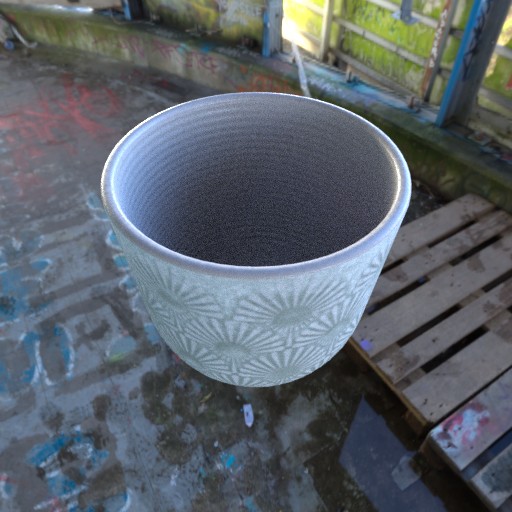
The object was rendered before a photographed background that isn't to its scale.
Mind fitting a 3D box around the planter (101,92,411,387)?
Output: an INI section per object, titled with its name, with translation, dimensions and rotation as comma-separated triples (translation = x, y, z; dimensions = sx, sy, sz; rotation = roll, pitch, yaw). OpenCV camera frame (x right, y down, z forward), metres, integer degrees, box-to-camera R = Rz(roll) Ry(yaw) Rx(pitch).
[planter]
translation = 0.000, 0.000, 0.302
dimensions = 0.170, 0.152, 0.170
rotation = 0, 46, 0
